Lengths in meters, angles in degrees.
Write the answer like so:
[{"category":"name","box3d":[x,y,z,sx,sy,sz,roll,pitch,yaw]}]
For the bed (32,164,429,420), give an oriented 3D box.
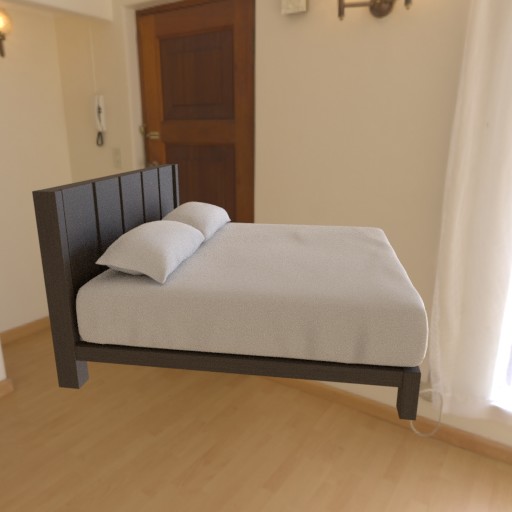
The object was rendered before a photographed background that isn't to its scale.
[{"category":"bed","box3d":[0.000,0.000,3.529,2.238,1.261,2.143,2,16,9]}]
